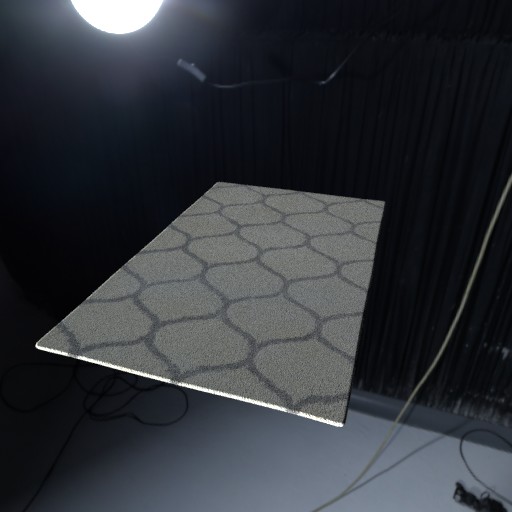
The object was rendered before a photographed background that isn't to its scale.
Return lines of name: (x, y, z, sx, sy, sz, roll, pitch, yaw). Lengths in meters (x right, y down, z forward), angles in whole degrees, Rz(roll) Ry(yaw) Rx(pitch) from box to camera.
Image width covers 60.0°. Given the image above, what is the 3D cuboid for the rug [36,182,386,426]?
rug: (0.000, 0.000, 2.911, 1.501, 0.024, 2.348, 9, 31, 16)
